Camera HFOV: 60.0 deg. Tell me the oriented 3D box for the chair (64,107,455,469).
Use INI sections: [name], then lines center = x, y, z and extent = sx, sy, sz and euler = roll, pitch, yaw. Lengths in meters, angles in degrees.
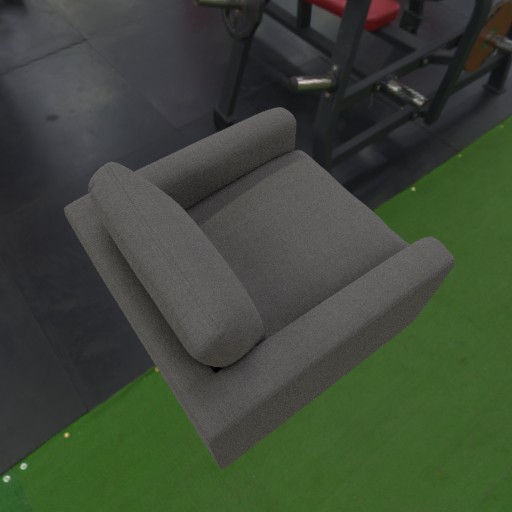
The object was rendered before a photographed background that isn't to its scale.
[chair]
center = 0.000, 0.000, 1.805
extent = 1.100, 0.847, 1.070
euler = -31, 63, -18
